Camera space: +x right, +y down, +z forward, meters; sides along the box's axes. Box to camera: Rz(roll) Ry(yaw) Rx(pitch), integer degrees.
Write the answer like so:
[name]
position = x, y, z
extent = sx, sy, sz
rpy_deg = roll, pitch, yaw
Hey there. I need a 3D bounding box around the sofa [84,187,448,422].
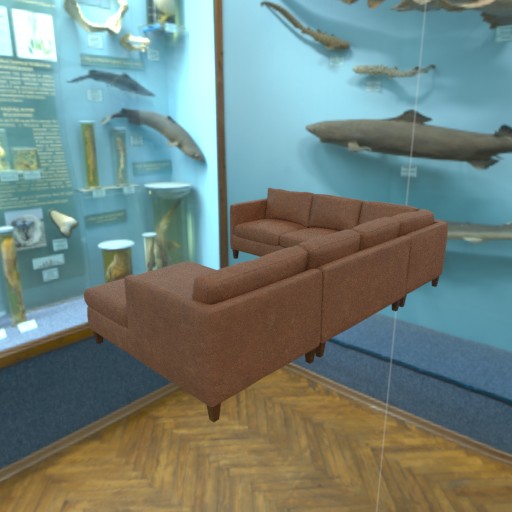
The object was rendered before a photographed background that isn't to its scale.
[sofa]
position = 0.000, 0.000, 4.573
extent = 2.593, 0.923, 3.460
rpy_deg = 15, 22, 42
